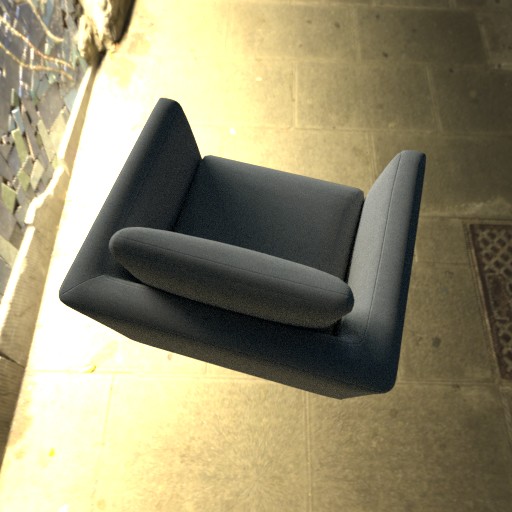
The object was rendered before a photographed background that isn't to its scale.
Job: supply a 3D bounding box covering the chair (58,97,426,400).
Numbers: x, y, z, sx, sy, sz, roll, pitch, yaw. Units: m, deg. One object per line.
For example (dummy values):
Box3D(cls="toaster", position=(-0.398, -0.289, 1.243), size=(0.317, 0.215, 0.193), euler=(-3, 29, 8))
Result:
Box3D(cls="chair", position=(0.000, 0.000, 1.684), size=(1.041, 0.864, 0.889), euler=(14, 64, 7))
